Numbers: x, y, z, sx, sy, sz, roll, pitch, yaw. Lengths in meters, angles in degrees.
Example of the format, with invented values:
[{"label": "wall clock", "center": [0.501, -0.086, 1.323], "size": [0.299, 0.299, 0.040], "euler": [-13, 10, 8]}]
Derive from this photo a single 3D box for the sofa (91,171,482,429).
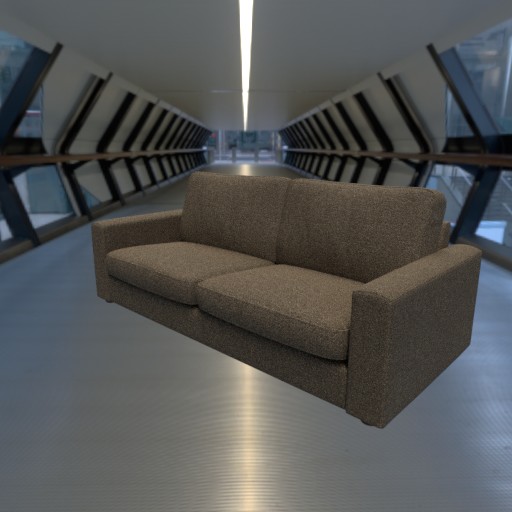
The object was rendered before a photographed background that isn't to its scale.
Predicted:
[{"label": "sofa", "center": [0.000, 0.000, 2.612], "size": [2.179, 0.873, 1.016], "euler": [13, 20, 41]}]
